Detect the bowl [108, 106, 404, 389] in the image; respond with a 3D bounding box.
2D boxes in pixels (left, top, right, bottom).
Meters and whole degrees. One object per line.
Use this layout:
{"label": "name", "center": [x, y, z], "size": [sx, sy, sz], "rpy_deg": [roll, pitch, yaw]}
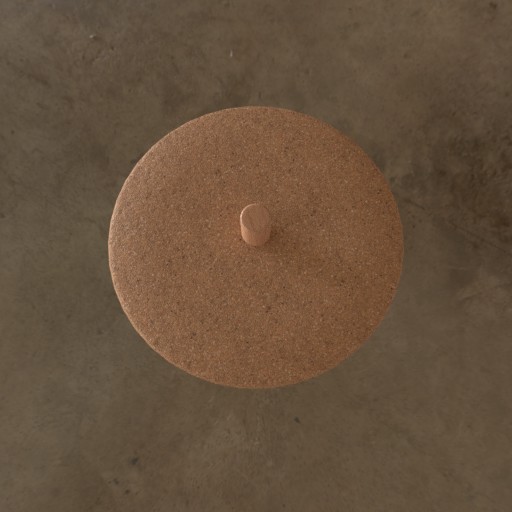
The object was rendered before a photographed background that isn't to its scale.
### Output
{"label": "bowl", "center": [0.000, 0.000, 0.222], "size": [0.126, 0.110, 0.126], "rpy_deg": [0, 75, 0]}
